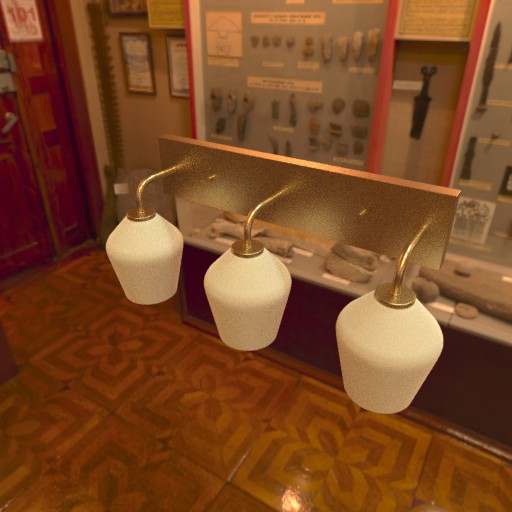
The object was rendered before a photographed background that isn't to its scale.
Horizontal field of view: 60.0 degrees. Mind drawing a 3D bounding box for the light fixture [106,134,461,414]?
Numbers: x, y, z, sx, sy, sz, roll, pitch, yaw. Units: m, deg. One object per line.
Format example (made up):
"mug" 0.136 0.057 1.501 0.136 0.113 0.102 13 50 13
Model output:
"light fixture" 0.000 0.000 0.722 0.609 0.280 0.190 18 34 29
